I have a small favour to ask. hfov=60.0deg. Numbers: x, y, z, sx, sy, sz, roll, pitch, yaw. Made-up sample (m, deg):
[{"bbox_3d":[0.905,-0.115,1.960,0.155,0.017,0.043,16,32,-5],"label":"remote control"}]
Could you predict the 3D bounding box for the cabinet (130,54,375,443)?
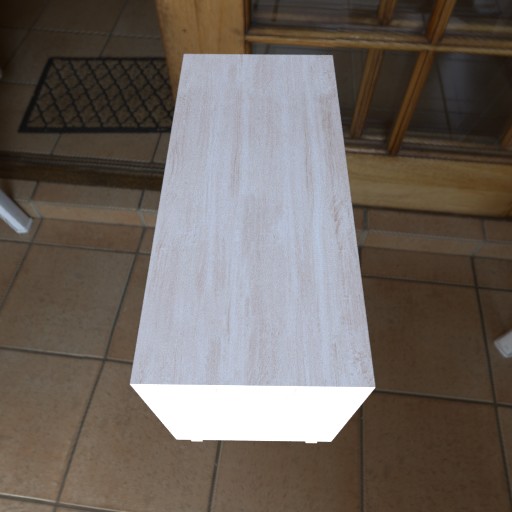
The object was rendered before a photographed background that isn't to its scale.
[{"bbox_3d":[0.000,0.000,1.527,0.500,0.780,1.110,1,58,0],"label":"cabinet"}]
